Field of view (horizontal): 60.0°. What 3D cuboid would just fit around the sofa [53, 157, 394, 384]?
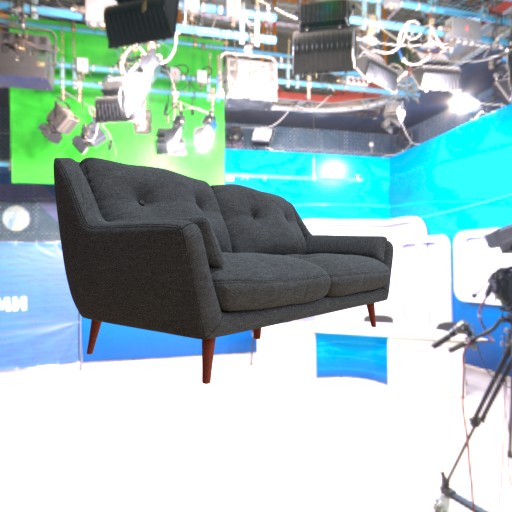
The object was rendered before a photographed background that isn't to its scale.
[{"bbox_3d":[0.000,0.000,2.398,0.975,0.896,1.929,0,0,36],"label":"sofa"}]
